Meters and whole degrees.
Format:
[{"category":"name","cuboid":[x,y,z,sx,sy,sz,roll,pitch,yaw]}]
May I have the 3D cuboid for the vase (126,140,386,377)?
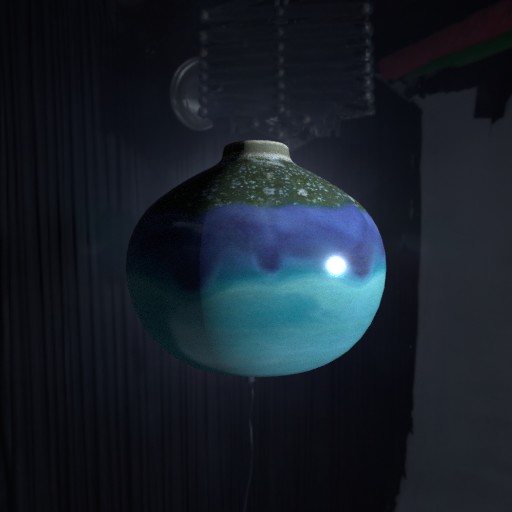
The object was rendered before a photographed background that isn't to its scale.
[{"category":"vase","cuboid":[0.000,0.000,0.273,0.154,0.133,0.154,0,1,0]}]
